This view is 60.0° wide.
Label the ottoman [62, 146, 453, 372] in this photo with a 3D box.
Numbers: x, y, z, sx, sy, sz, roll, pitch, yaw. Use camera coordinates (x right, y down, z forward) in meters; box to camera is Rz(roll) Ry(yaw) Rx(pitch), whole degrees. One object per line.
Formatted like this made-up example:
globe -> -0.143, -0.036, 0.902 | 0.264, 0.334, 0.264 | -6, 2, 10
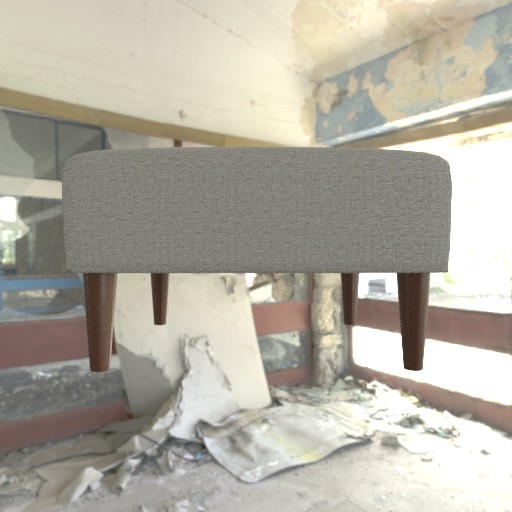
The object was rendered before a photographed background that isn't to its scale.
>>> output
ottoman -> 0.000, 0.000, 1.033 | 0.655, 0.399, 0.648 | 0, 0, 0
